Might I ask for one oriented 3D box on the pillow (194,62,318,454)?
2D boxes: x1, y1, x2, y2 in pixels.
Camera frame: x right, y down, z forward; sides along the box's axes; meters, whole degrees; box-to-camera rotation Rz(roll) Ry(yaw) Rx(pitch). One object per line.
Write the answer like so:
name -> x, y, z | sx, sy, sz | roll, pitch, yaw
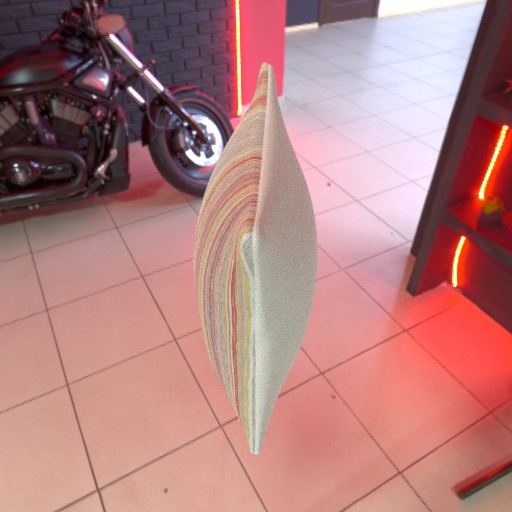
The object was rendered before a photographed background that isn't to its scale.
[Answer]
pillow -> 0.000, 0.000, 0.699 | 0.191, 0.449, 0.451 | 2, 41, 2
